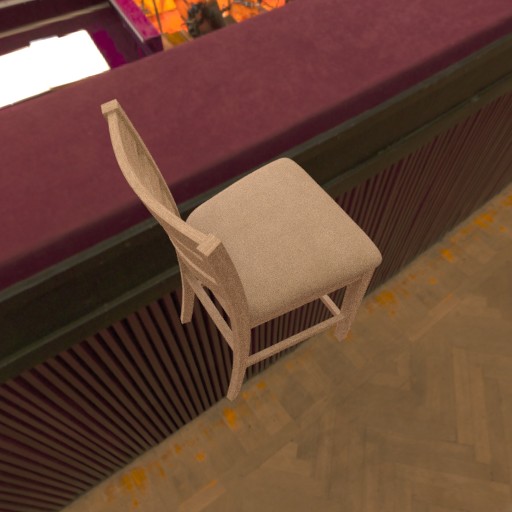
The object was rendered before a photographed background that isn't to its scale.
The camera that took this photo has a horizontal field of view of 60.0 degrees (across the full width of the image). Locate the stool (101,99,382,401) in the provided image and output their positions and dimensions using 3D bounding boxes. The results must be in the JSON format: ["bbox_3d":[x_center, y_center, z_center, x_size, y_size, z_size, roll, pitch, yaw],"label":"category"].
[{"bbox_3d":[0.000,0.000,1.324,0.569,1.032,0.484,-29,62,-17],"label":"stool"}]
